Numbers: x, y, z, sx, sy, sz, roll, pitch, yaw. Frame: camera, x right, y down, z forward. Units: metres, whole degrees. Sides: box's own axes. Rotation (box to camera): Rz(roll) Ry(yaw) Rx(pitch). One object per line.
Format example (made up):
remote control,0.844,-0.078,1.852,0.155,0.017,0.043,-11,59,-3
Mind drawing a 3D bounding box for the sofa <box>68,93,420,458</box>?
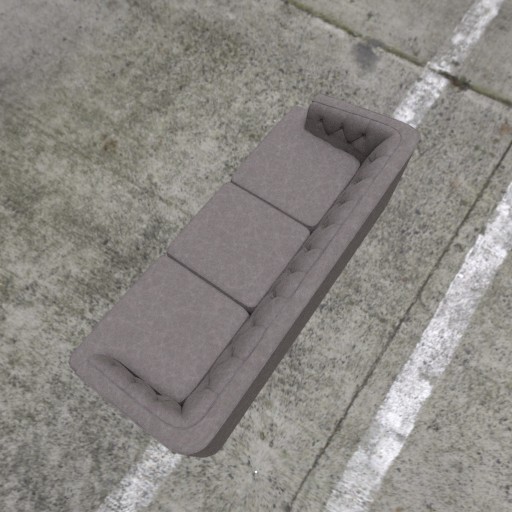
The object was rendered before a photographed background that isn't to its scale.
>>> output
sofa,0.000,0.000,2.667,0.917,0.806,2.247,33,68,15
